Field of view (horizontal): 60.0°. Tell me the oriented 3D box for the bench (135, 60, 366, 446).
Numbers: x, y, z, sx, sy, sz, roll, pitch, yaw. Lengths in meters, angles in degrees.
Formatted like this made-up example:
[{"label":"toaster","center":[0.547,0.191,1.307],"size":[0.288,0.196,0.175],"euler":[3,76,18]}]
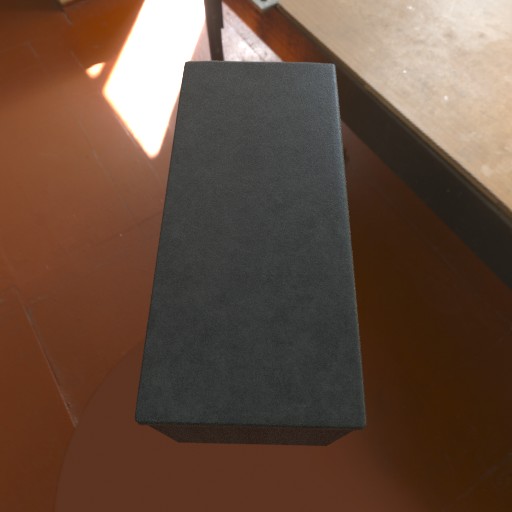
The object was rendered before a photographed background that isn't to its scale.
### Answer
[{"label":"bench","center":[0.000,0.000,1.180],"size":[0.401,0.501,0.905],"euler":[1,63,1]}]
